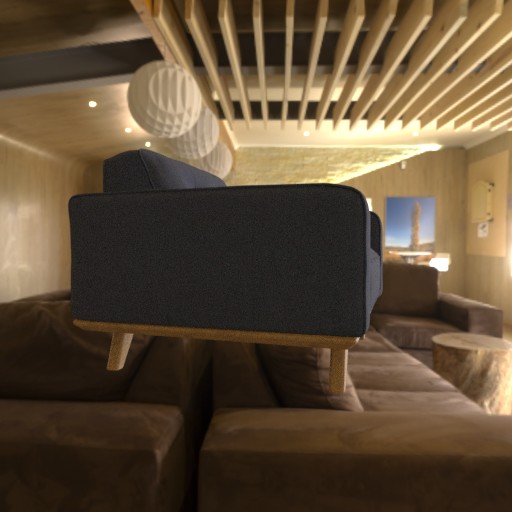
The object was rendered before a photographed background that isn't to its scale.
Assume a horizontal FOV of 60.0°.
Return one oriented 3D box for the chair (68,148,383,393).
[{"bbox_3d":[0.000,0.000,1.790,0.953,0.783,1.118,0,1,18],"label":"chair"}]
